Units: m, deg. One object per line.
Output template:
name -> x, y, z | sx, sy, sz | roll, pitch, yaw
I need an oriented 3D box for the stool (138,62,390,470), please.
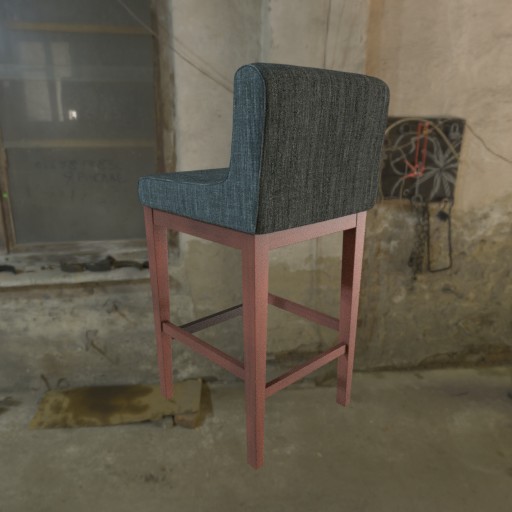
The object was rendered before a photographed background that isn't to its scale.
stool -> 0.000, 0.000, 1.104 | 0.395, 0.835, 0.459 | -15, 22, -41
